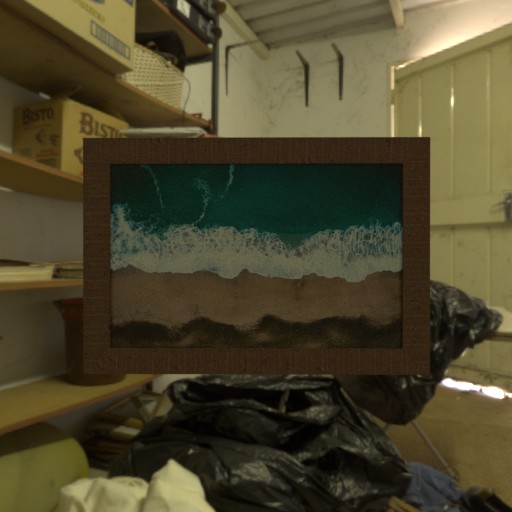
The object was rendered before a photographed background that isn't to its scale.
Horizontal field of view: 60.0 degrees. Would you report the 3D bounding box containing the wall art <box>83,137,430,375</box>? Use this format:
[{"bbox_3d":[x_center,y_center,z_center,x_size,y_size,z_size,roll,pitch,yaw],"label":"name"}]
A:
[{"bbox_3d":[0.000,0.000,1.181,0.917,0.626,0.019,0,0,1],"label":"wall art"}]
